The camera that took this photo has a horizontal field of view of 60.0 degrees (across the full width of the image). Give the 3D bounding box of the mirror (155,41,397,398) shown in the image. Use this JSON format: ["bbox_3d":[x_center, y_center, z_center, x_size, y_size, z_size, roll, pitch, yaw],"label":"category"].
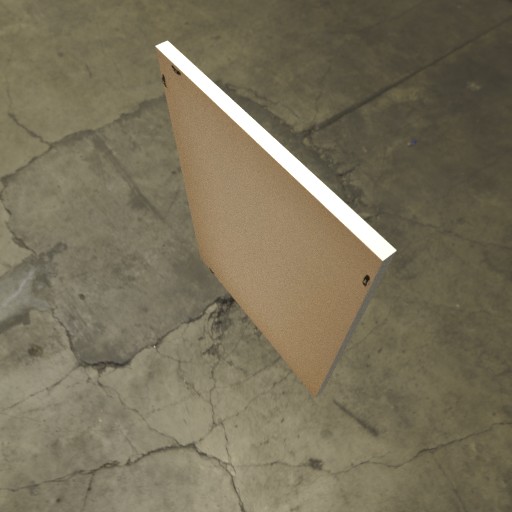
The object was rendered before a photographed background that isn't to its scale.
[{"bbox_3d":[0.000,0.000,1.365,0.040,1.016,0.762,-34,65,-18],"label":"mirror"}]
